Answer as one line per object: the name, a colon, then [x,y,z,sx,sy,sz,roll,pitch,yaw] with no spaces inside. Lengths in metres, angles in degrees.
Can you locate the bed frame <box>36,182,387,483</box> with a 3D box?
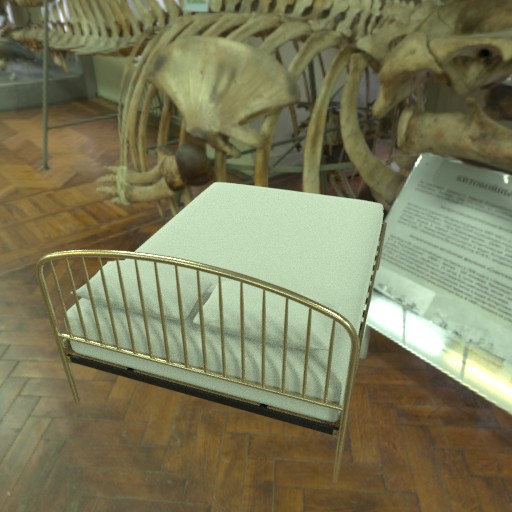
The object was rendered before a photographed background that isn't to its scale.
bed frame: [0.000,0.000,3.040,1.612,1.175,2.152,10,32,16]
